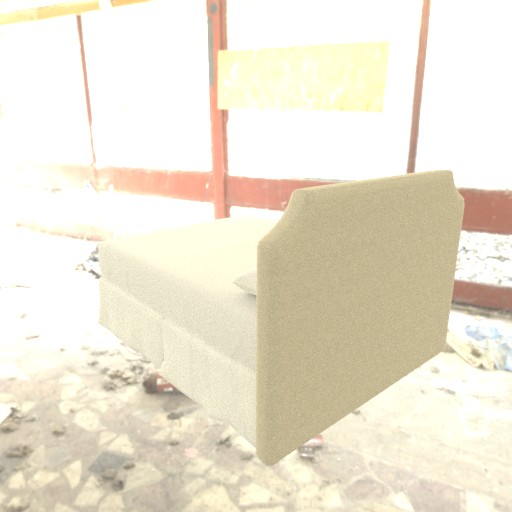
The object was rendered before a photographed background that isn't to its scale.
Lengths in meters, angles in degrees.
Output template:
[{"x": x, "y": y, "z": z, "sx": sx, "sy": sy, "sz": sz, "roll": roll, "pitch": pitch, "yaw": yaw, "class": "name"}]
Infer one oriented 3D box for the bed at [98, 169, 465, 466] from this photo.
[{"x": 0.000, "y": 0.000, "z": 3.146, "sx": 1.693, "sy": 1.290, "sz": 2.116, "roll": -14, "pitch": 22, "yaw": -39, "class": "bed"}]
